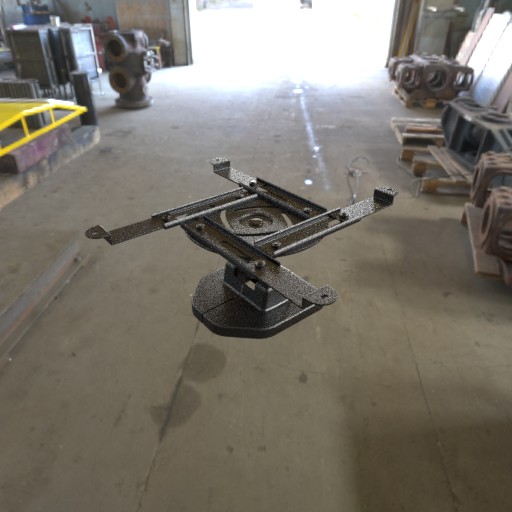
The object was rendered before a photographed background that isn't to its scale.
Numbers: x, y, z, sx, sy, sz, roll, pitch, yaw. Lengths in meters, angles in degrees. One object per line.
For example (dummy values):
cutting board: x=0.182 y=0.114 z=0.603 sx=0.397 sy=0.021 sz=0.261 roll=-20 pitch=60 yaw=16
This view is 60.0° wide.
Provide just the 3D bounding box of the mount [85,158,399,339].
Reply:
mount: x=0.000 y=0.000 z=0.608 sx=0.394 sy=0.141 sz=0.394 roll=-23 pitch=38 yaw=-32
